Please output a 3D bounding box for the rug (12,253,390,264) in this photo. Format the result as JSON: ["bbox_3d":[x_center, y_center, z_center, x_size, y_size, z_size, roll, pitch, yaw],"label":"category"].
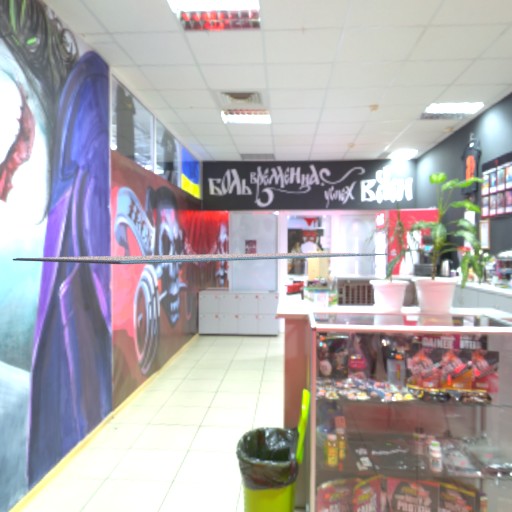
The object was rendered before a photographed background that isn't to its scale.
[{"bbox_3d":[0.000,0.000,2.357,0.662,0.011,2.196,1,1,37],"label":"rug"}]
